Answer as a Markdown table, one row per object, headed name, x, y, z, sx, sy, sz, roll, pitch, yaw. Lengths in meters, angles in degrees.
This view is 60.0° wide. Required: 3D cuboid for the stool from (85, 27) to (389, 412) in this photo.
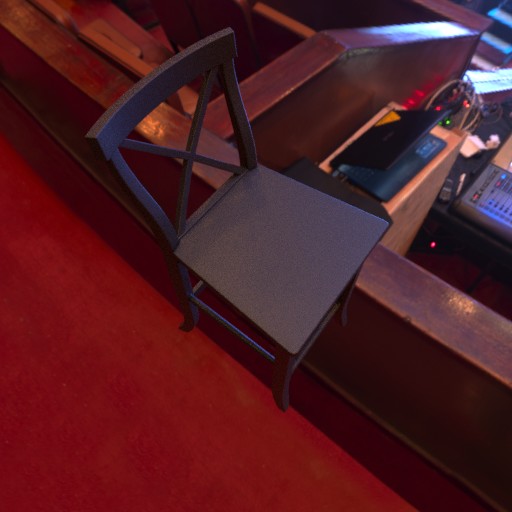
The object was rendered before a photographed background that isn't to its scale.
| name | x | y | z | sx | sy | sz | roll | pitch | yaw |
| --- | --- | --- | --- | --- | --- | --- | --- | --- | --- |
| stool | 0.000 | 0.000 | 1.280 | 0.559 | 0.989 | 0.452 | 32 | 64 | 18 |
